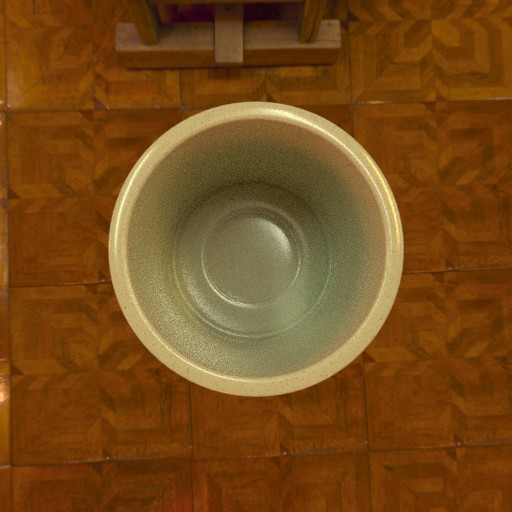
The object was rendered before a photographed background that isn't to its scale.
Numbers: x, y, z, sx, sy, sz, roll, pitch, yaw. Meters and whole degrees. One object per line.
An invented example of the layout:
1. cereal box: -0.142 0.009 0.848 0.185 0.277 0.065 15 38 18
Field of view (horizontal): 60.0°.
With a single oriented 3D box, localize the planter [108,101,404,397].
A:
1. planter: 0.000 0.000 0.704 0.323 0.475 0.314 0 88 -1
